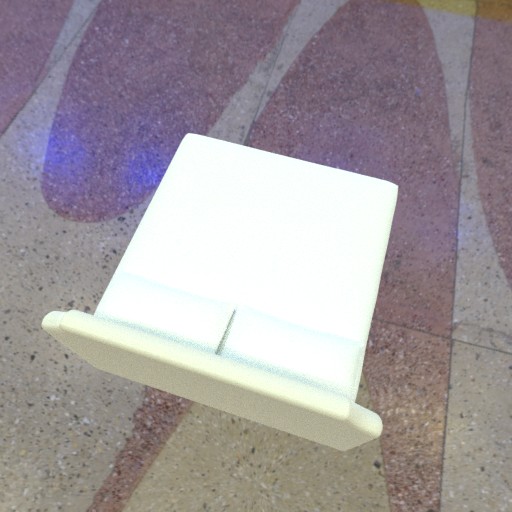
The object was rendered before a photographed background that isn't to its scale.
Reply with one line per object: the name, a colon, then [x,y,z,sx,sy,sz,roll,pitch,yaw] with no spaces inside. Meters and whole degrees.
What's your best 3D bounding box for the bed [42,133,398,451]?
bed: [0.000,0.000,3.472,2.160,1.301,2.204,16,64,8]
